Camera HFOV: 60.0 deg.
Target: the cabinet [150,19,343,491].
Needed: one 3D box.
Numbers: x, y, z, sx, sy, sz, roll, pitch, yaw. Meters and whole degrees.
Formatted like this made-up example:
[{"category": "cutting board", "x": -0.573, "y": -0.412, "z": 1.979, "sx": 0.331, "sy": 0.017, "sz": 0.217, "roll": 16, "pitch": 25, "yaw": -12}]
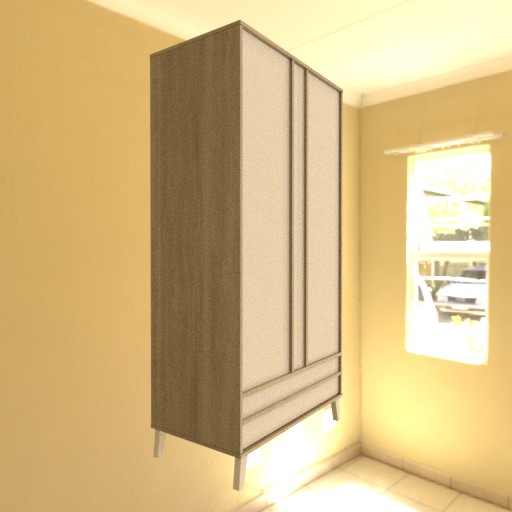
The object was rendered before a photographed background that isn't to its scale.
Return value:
[{"category": "cabinet", "x": 0.000, "y": 0.000, "z": 2.446, "sx": 0.571, "sy": 1.999, "sz": 1.006, "roll": 1, "pitch": 1, "yaw": 36}]
